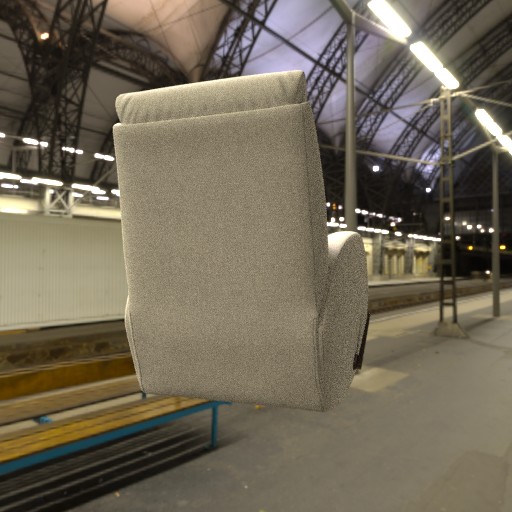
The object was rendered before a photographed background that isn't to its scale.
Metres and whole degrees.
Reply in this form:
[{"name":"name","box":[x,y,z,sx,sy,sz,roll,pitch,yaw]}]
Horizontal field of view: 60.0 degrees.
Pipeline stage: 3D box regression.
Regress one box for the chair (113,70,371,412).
[{"name":"chair","box":[0.000,0.000,1.674,0.812,1.015,0.941,0,-1,18]}]
